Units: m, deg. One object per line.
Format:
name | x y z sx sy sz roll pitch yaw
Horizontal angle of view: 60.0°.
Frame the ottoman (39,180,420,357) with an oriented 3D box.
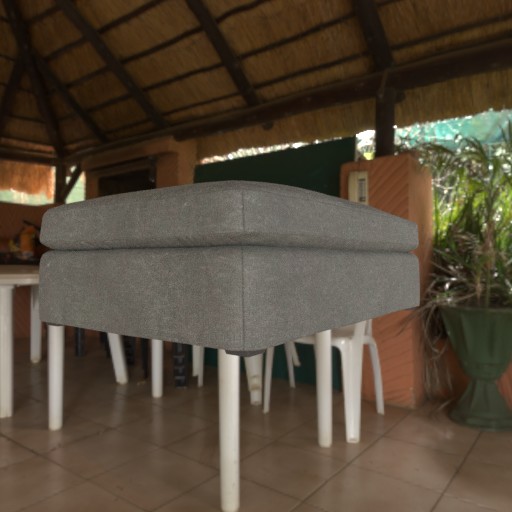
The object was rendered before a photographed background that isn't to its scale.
ottoman | 0.000 0.000 1.588 0.840 0.429 1.199 0 -1 36
